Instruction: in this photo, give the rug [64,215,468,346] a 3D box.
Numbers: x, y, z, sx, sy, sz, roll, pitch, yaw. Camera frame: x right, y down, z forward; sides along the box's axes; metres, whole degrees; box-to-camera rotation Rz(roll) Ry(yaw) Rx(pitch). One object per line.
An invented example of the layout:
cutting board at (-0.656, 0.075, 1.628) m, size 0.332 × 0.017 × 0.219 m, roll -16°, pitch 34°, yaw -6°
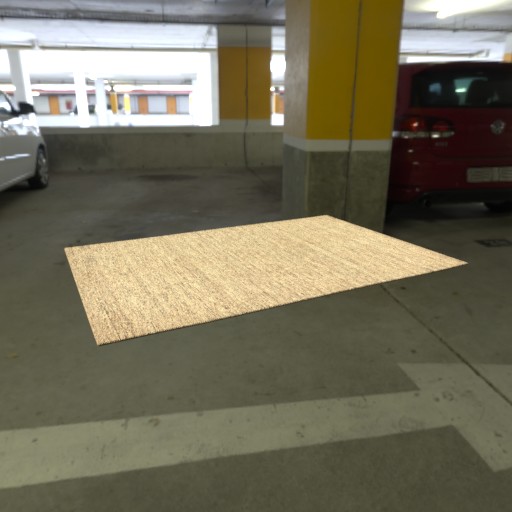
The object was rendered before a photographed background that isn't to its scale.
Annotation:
rug at (0.000, 0.000, 3.003) m, size 2.283 × 0.013 × 1.547 m, roll -9°, pitch 20°, yaw -26°
